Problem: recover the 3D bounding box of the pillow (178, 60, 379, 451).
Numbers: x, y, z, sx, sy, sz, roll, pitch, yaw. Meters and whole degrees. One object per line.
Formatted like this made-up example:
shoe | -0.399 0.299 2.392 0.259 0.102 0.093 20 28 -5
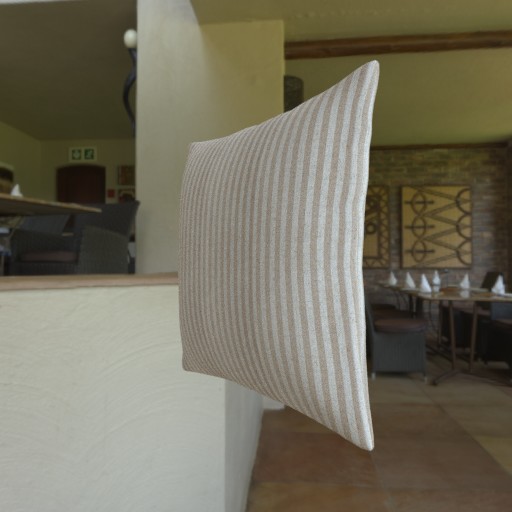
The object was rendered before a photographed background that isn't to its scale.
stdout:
pillow | 0.000 0.000 0.785 0.166 0.510 0.523 1 -1 -37
